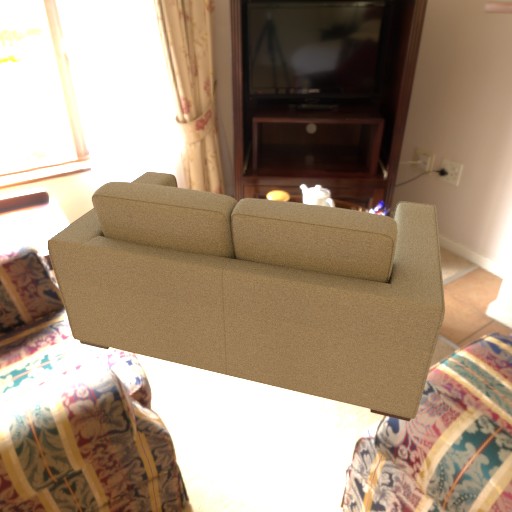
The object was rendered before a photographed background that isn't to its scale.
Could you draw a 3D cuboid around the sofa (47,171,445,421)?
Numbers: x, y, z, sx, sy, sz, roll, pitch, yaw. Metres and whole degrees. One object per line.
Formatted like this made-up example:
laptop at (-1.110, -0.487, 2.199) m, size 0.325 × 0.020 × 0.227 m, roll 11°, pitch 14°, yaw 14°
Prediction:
sofa at (0.000, 0.000, 2.420) m, size 1.812 × 0.924 × 1.007 m, roll 9°, pitch 33°, yaw 15°
